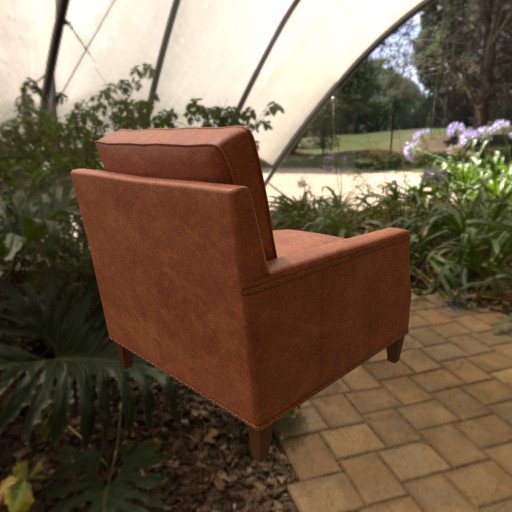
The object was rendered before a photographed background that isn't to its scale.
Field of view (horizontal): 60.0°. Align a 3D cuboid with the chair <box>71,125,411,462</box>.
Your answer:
[{"bbox_3d":[0.000,0.000,1.706,0.853,0.943,1.014,14,21,42],"label":"chair"}]
